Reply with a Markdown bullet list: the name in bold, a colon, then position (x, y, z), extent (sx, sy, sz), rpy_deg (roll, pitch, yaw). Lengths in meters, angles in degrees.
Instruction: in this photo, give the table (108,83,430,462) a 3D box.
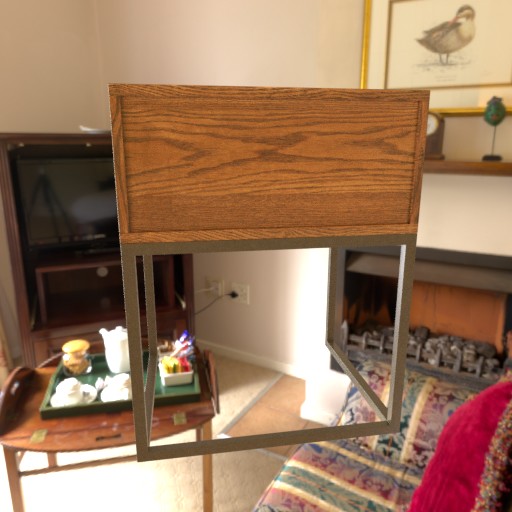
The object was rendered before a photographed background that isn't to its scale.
- **table**: position (0.000, 0.000, 0.914), extent (0.482, 0.610, 0.400), rpy_deg (-2, 14, -9)
